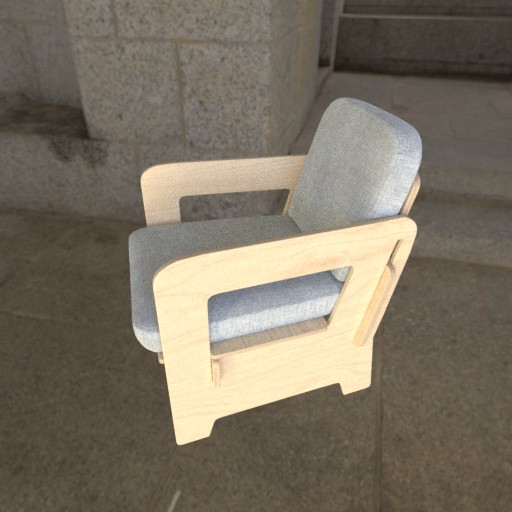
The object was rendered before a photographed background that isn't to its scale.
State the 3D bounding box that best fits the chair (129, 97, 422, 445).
[{"bbox_3d":[0.000,0.000,1.280,0.710,0.800,0.590,-8,33,-13],"label":"chair"}]
